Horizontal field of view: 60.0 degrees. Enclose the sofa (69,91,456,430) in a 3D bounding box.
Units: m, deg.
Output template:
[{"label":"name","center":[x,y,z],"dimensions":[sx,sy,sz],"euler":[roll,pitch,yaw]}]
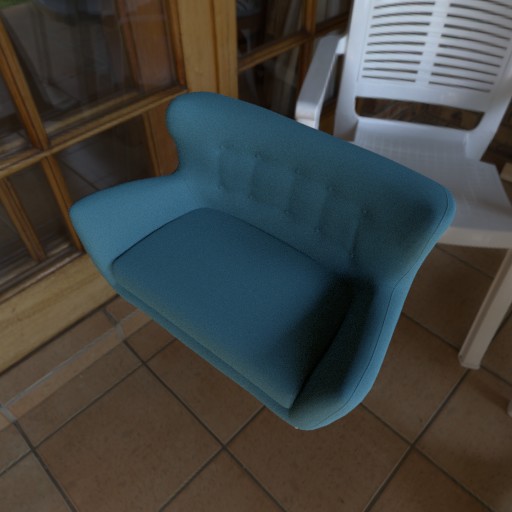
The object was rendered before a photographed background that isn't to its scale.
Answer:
[{"label":"sofa","center":[0.000,0.000,1.924],"dimensions":[1.397,0.889,0.889],"euler":[30,54,25]}]
